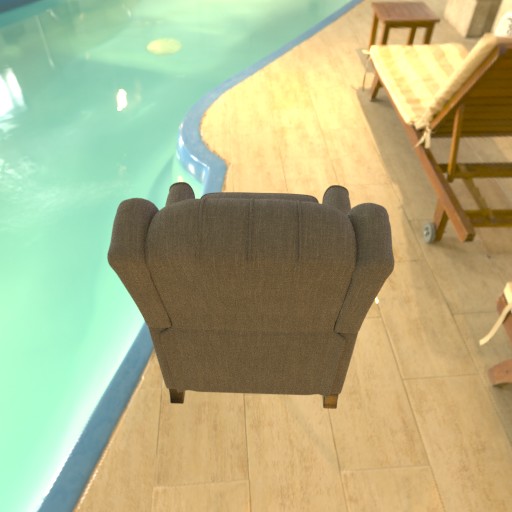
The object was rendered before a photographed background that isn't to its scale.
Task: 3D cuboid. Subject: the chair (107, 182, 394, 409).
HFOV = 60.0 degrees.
[{"bbox_3d":[0.000,0.000,1.640,0.742,1.035,0.898,1,46,1],"label":"chair"}]
